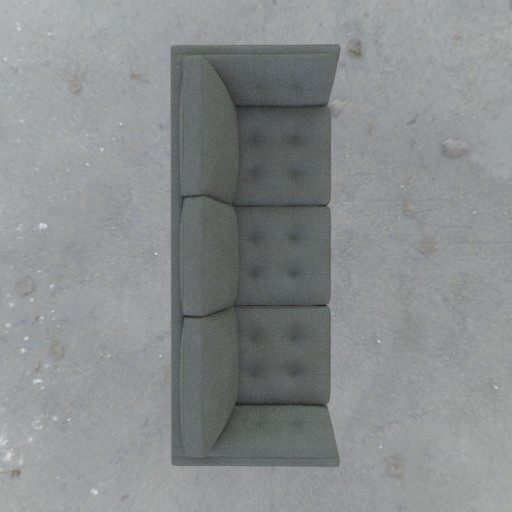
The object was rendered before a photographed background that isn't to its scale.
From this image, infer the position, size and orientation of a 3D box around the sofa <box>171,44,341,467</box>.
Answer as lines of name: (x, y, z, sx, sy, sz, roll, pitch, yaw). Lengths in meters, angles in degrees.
sofa: (0.000, 0.000, 2.808, 0.965, 0.940, 2.387, 0, 90, 0)
